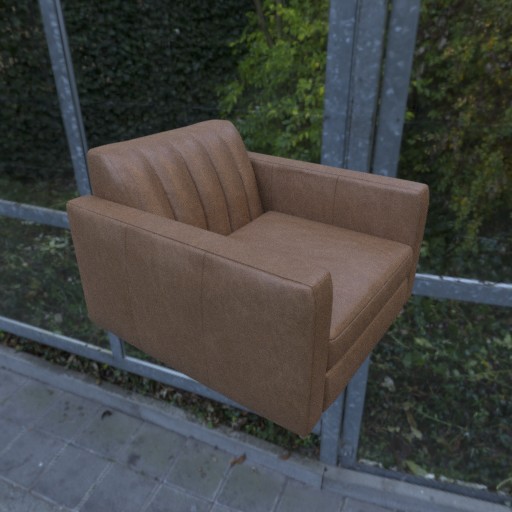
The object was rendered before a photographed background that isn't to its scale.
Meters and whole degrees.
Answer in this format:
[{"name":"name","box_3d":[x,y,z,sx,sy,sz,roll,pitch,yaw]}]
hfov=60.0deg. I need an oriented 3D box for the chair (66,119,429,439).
[{"name":"chair","box_3d":[0.000,0.000,1.679,0.998,0.819,0.953,18,33,31]}]
